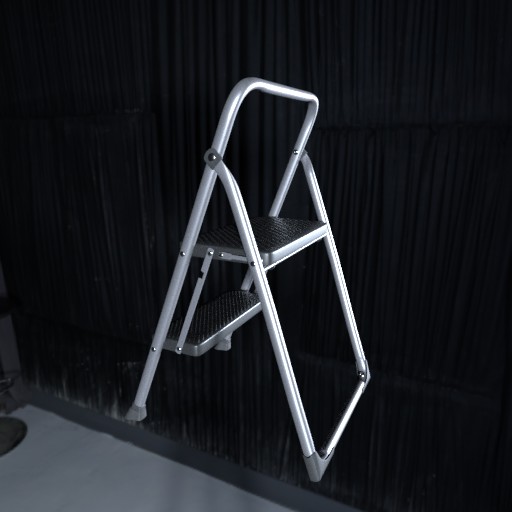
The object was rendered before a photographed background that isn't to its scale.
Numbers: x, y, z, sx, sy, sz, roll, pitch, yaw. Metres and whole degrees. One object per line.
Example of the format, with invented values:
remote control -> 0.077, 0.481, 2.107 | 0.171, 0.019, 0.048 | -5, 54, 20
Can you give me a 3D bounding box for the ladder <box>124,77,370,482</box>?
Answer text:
ladder -> 0.000, 0.000, 1.007 | 0.472, 0.720, 0.430 | 7, 16, 26
